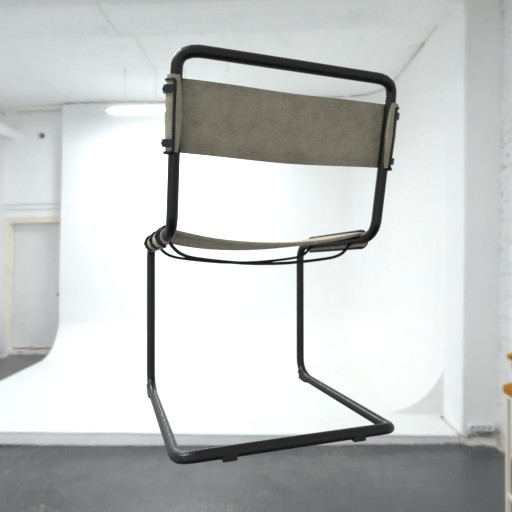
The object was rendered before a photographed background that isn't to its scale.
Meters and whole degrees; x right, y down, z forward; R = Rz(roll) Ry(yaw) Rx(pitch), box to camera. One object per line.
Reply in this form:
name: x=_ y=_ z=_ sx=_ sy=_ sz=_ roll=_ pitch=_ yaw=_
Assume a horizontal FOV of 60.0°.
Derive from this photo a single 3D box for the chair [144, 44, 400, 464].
chair: x=0.000 y=0.000 z=1.069 sx=0.499 sy=0.747 sz=0.497 roll=0 pitch=0 yaw=-19
